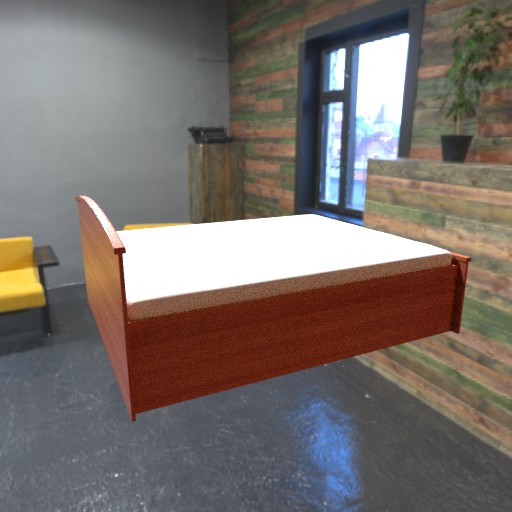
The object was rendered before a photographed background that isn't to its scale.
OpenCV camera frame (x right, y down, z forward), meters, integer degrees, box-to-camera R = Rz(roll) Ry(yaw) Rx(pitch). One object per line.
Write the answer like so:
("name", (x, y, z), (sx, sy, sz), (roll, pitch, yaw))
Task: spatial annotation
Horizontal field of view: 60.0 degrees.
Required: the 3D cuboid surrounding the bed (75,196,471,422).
("bed", (0.000, 0.000, 2.966), (2.053, 0.848, 1.683), (-7, 17, -25))
